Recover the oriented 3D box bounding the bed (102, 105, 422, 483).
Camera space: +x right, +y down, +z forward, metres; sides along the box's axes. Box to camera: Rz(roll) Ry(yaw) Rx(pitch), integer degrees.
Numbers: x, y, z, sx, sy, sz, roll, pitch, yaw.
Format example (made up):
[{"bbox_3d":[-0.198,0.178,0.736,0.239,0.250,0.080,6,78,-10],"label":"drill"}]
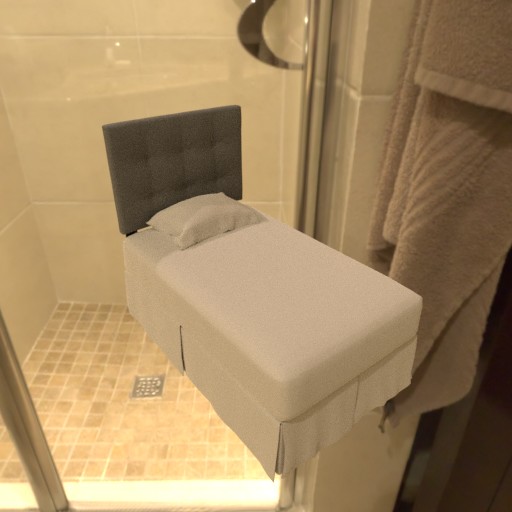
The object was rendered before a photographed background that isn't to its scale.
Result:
[{"bbox_3d":[0.000,0.000,3.022,1.261,1.571,1.997,-21,36,-32],"label":"bed"}]
